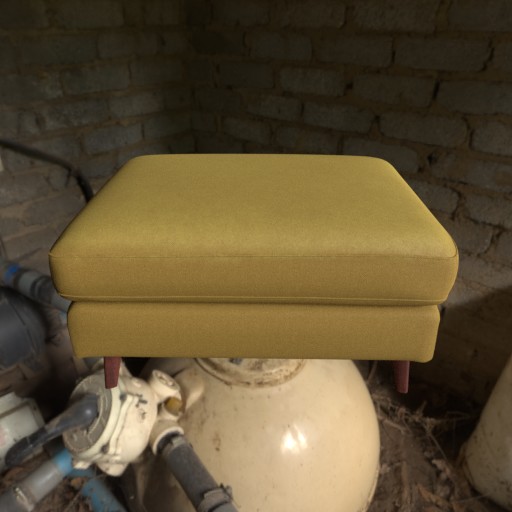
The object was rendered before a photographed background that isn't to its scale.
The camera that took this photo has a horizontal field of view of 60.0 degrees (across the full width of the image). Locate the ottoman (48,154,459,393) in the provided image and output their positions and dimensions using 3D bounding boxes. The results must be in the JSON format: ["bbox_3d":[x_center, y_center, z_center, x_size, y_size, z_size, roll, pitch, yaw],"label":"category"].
[{"bbox_3d":[0.000,0.000,1.150,0.811,0.449,0.608,1,29,1],"label":"ottoman"}]
